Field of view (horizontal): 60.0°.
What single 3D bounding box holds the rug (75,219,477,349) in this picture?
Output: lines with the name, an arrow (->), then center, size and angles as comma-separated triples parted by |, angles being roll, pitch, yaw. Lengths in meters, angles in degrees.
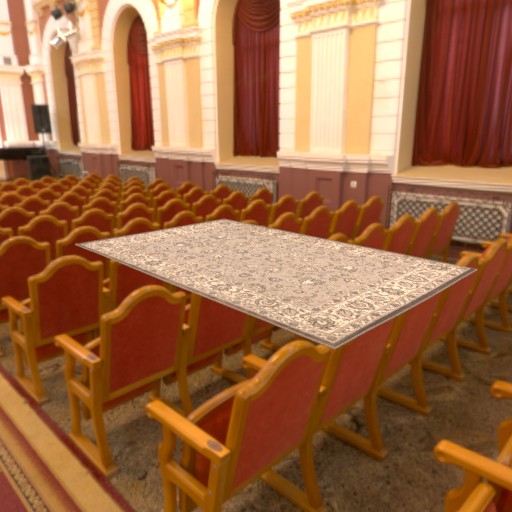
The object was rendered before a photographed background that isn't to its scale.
rug -> 0.000, 0.000, 3.096 | 1.524, 0.011, 2.438 | -15, 21, -43
